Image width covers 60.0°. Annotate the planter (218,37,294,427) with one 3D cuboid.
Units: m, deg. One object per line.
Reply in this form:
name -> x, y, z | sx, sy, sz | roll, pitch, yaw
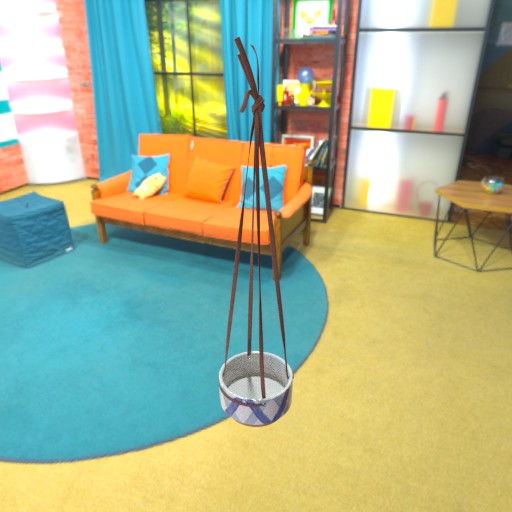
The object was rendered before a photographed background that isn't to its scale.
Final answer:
planter -> 0.000, 0.000, 0.847 | 0.166, 0.751, 0.166 | -9, 27, -17
